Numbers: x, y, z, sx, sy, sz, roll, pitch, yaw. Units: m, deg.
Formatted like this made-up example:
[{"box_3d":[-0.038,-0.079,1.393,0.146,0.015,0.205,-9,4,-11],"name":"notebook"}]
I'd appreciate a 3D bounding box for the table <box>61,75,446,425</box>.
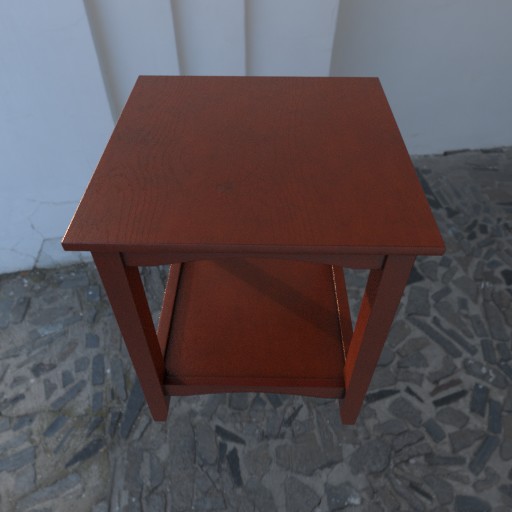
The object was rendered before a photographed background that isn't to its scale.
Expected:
[{"box_3d":[0.000,0.000,0.948,0.522,0.558,0.523,2,46,2],"name":"table"}]
